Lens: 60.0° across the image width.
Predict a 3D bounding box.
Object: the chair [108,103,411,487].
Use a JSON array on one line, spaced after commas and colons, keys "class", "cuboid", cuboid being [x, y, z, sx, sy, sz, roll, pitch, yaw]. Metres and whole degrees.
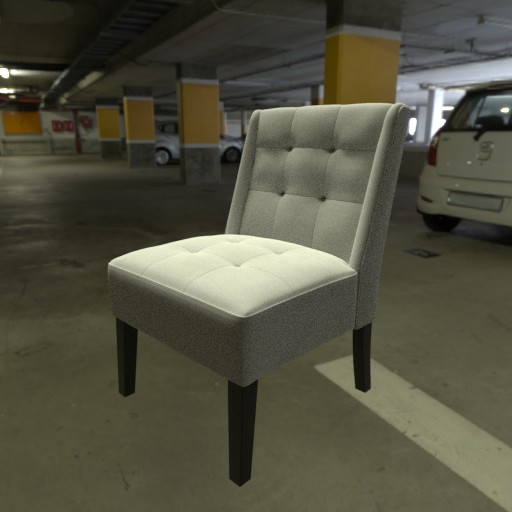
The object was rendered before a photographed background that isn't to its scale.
[{"class": "chair", "cuboid": [0.000, 0.000, 1.286, 0.569, 0.853, 0.676, 15, 21, 42]}]
